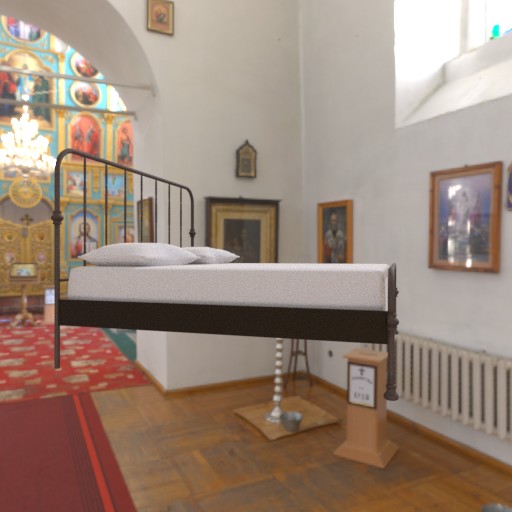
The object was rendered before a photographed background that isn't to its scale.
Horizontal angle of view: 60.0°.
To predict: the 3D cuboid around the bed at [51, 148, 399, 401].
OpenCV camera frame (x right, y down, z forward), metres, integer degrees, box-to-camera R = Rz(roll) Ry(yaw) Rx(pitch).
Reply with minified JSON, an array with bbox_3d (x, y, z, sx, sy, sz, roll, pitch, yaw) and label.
[{"bbox_3d":[0.000,0.000,3.476,2.134,1.446,2.044,0,0,18],"label":"bed"}]
